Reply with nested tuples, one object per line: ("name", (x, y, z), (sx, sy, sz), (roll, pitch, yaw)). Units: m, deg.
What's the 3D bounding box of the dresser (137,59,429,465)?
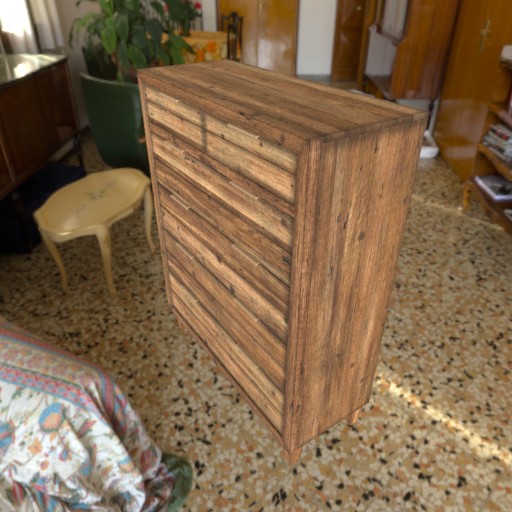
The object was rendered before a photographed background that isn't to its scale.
("dresser", (0.000, 0.000, 1.866), (0.438, 1.359, 1.067), (-20, 38, -29))
